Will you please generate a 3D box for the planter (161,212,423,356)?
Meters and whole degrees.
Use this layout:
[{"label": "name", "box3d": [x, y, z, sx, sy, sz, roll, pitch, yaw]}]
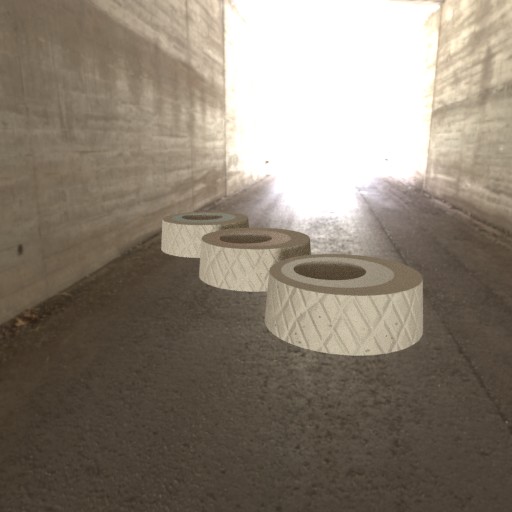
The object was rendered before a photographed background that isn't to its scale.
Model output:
[{"label": "planter", "box3d": [0.000, 0.000, 0.442, 0.114, 0.038, 0.390, -7, 16, -26]}]
